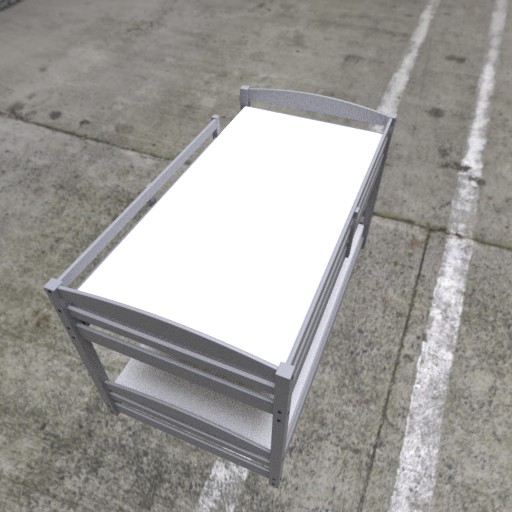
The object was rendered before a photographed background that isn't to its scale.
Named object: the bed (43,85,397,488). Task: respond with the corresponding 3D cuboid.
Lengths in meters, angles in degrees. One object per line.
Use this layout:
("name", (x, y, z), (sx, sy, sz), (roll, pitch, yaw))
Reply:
("bed", (0.000, 0.000, 2.718), (1.105, 1.206, 2.013), (17, 48, 16))
